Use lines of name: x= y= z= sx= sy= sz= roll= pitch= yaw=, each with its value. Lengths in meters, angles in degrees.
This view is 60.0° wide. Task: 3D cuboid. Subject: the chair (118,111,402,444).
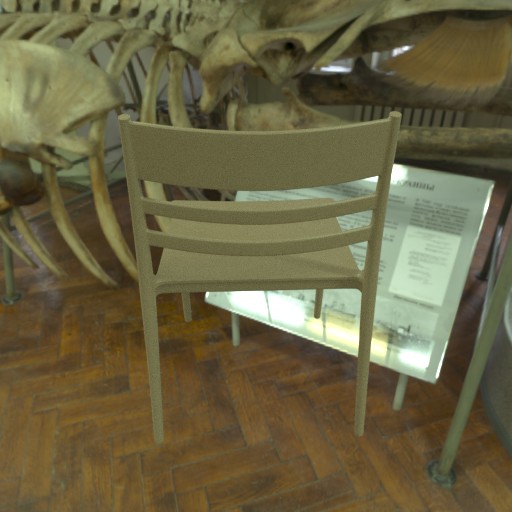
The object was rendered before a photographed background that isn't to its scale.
chair: x=0.000 y=0.000 z=1.119 sx=0.531 sy=0.800 sz=0.511 roll=-1 pitch=31 yaw=-2
